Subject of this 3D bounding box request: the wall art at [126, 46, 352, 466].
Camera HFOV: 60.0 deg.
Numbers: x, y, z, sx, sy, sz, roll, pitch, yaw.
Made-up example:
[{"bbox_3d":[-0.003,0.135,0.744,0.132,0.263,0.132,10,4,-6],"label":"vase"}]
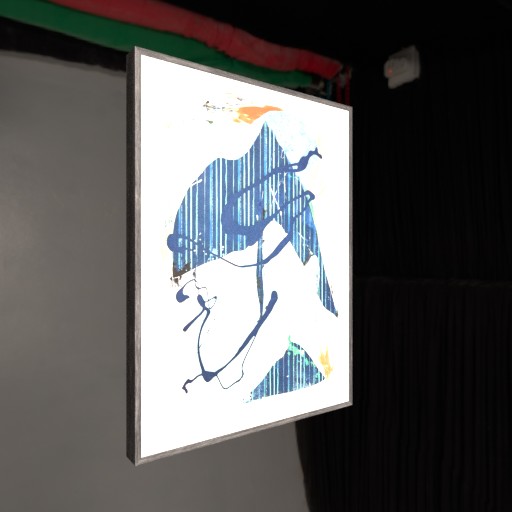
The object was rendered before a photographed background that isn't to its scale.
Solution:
[{"bbox_3d":[0.000,0.000,1.318,0.762,1.016,0.063,0,0,-35],"label":"wall art"}]
